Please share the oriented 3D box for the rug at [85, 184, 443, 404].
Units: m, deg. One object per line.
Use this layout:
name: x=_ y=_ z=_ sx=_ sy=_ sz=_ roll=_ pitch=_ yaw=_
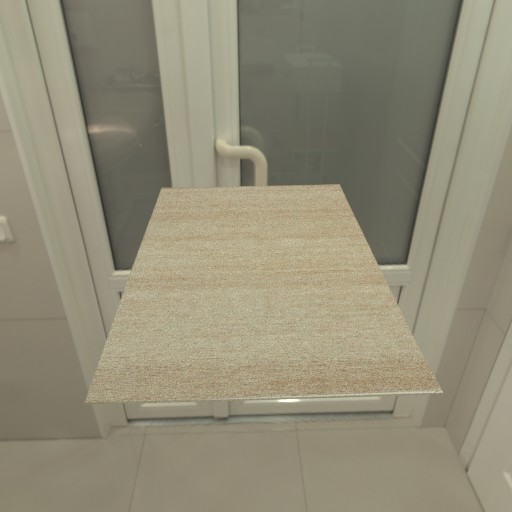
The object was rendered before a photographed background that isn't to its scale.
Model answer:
rug: x=0.000 y=0.000 z=2.920 sx=1.574 sy=0.029 sz=2.346 roll=-1 pitch=32 yaw=-2
